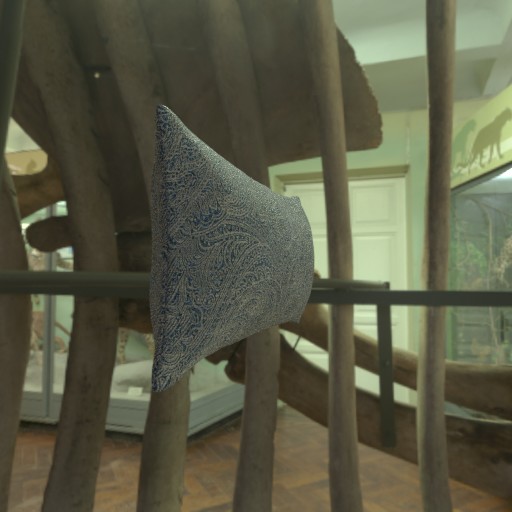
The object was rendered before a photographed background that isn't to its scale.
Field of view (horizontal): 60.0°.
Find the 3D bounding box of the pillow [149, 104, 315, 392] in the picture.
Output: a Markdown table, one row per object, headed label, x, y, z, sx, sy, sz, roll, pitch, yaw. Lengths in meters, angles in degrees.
| label | x | y | z | sx | sy | sz | roll | pitch | yaw |
| --- | --- | --- | --- | --- | --- | --- | --- | --- | --- |
| pillow | 0.000 | 0.000 | 0.737 | 0.151 | 0.295 | 0.615 | -1 | -2 | 19 |
